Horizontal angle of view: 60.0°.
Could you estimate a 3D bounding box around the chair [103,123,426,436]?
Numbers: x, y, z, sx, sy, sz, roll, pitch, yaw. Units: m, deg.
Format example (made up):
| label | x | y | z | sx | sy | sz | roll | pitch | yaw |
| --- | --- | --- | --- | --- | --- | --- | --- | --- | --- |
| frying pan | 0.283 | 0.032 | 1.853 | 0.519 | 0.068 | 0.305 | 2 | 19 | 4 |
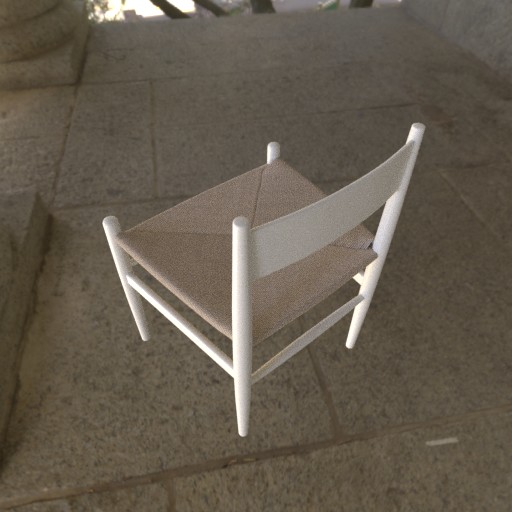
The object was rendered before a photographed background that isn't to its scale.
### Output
| label | x | y | z | sx | sy | sz | roll | pitch | yaw |
| --- | --- | --- | --- | --- | --- | --- | --- | --- | --- |
| chair | 0.000 | 0.000 | 1.121 | 0.556 | 0.762 | 0.495 | -31 | 53 | -27 |
